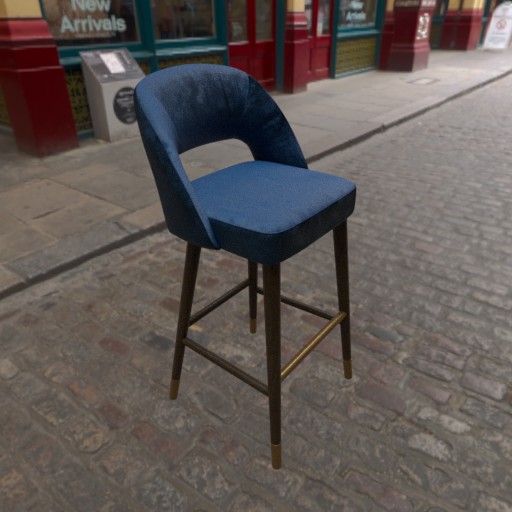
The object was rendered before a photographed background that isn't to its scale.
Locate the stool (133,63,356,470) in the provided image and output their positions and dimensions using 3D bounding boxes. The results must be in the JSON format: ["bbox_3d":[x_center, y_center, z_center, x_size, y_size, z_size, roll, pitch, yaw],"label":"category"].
[{"bbox_3d":[0.000,0.000,1.308,0.515,1.016,0.514,20,34,32],"label":"stool"}]
